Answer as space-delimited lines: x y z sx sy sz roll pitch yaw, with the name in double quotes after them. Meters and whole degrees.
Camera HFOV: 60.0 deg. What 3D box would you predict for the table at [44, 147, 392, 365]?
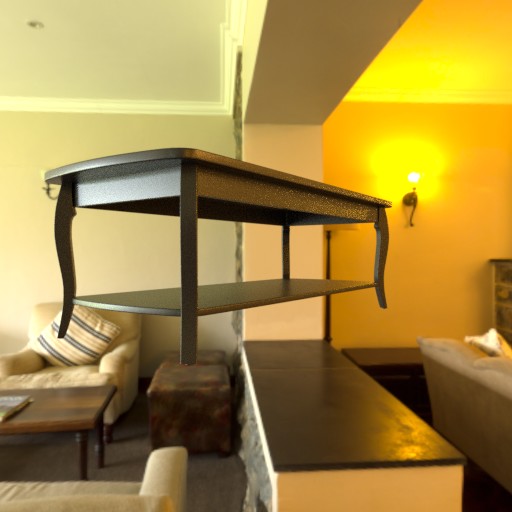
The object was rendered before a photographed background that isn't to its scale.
0.000 0.000 1.572 0.571 0.457 1.333 0 1 36 "table"
